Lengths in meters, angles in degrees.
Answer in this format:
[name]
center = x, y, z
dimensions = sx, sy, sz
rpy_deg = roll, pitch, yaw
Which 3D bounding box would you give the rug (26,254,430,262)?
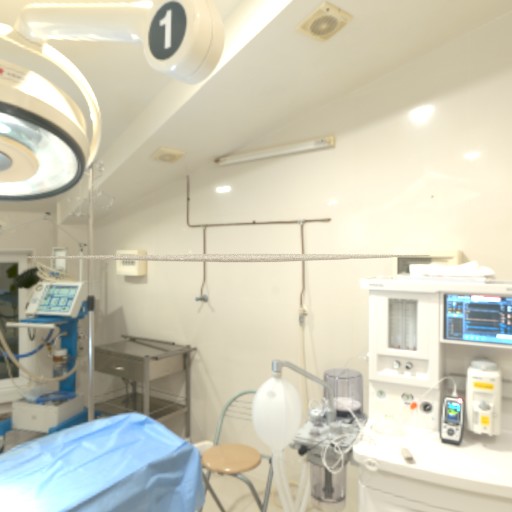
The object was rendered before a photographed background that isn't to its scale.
[rug]
center = 0.000, 0.000, 4.424
dimensions = 2.448, 0.020, 3.359
rpy_deg = 1, 1, 37
